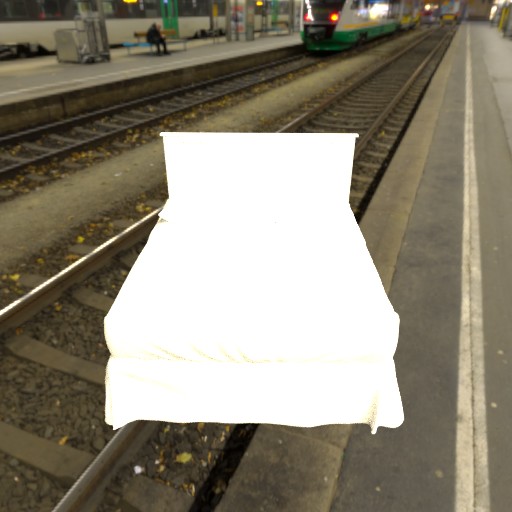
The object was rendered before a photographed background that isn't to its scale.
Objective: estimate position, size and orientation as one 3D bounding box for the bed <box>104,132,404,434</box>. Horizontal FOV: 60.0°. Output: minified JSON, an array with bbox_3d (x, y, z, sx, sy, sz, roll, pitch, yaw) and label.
[{"bbox_3d":[0.000,0.000,3.171,1.876,1.269,2.047,1,29,1],"label":"bed"}]
